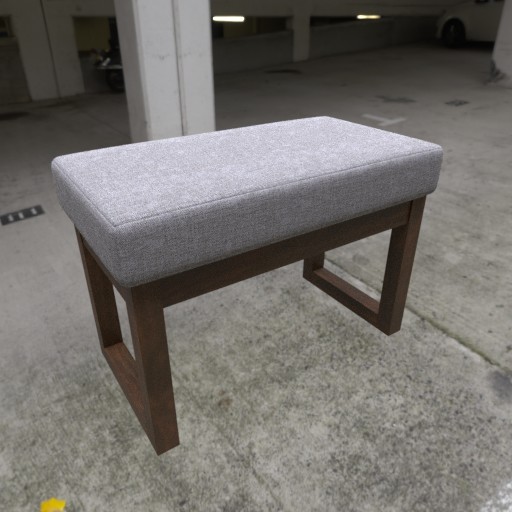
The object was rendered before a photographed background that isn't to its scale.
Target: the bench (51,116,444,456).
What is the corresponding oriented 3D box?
[{"bbox_3d":[0.000,0.000,0.955,0.681,0.467,0.366,-18,33,-29],"label":"bench"}]
